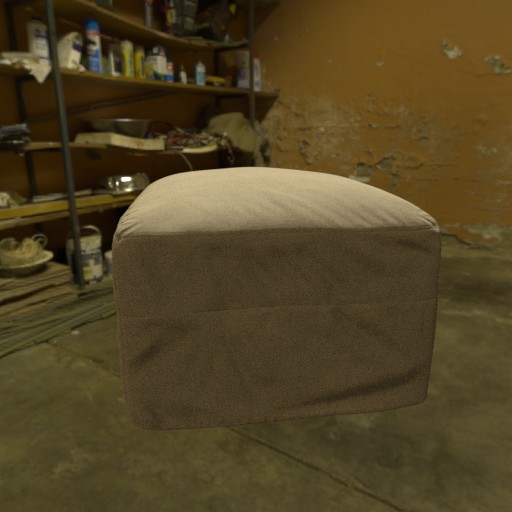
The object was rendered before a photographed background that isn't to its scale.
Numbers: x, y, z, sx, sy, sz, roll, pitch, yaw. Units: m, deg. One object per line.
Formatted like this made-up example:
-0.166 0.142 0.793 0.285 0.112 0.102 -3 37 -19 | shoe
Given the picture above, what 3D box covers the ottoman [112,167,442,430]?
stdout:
0.000 0.000 1.241 0.683 0.481 0.837 -2 15 -8 | ottoman
